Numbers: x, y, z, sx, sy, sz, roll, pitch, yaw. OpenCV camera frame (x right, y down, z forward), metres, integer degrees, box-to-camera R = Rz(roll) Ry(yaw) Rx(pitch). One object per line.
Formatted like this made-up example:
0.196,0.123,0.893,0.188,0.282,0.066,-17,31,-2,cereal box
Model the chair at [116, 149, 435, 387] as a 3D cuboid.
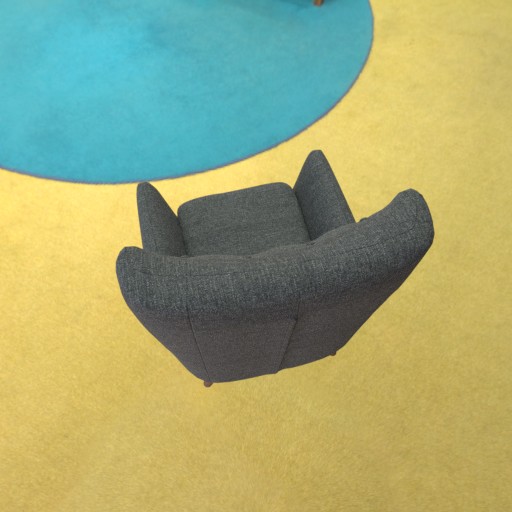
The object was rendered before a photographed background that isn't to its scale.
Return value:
0.000,0.000,1.746,0.878,1.063,0.904,-12,59,-7,chair
